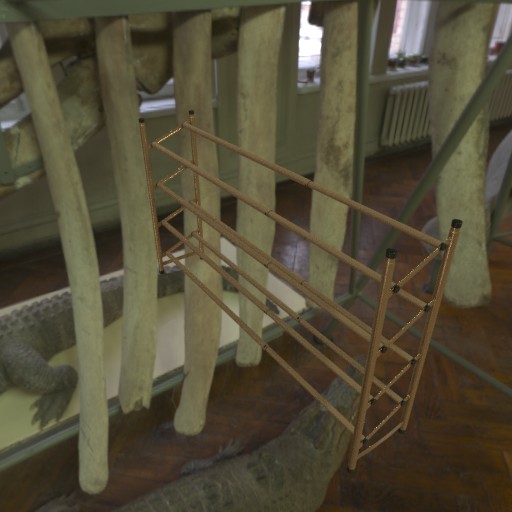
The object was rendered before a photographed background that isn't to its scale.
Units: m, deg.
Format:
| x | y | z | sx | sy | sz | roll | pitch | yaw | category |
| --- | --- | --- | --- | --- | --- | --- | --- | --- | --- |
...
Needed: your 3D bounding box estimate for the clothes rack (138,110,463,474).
| x | y | z | sx | sy | sz | roll | pitch | yaw | category |
| --- | --- | --- | --- | --- | --- | --- | --- | --- | --- |
| 0.000 | 0.000 | 1.436 | 0.229 | 0.672 | 1.168 | -20 | 37 | -30 | clothes rack |
